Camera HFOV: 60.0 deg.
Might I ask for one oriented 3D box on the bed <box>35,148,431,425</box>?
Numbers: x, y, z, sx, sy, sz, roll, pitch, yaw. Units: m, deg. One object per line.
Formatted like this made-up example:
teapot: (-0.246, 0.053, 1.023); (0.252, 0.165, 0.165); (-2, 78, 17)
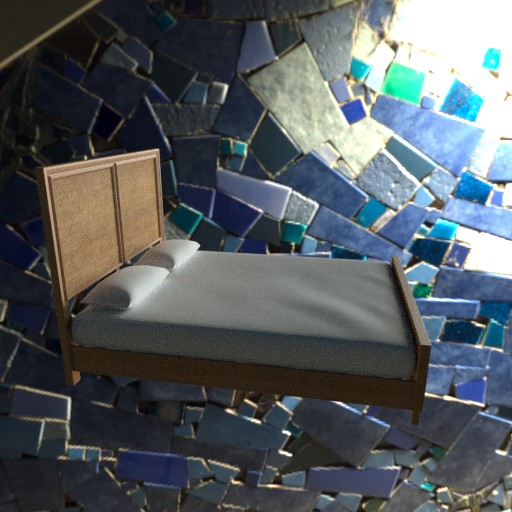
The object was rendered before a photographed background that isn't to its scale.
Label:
bed: (0.000, 0.000, 3.217); (2.184, 1.387, 1.606); (3, 18, 11)
